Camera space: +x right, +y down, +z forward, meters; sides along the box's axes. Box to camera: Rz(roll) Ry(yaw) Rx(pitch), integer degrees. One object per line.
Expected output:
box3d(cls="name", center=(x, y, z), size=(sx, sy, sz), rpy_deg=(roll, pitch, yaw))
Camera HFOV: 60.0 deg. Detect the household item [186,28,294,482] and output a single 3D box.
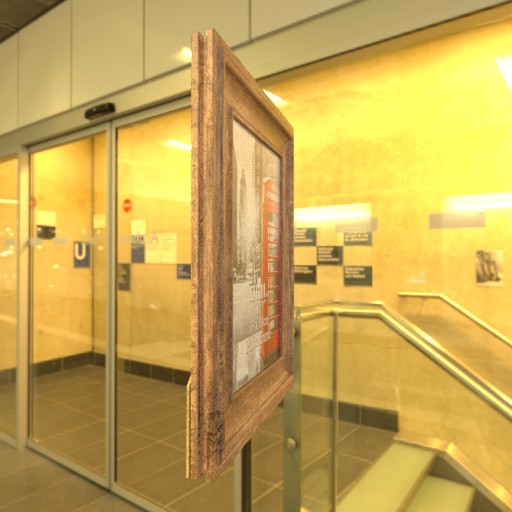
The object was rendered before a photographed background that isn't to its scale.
box3d(cls="household item", center=(0.000, 0.000, 0.321), size=(0.018, 0.237, 0.186), rpy_deg=(0, 0, 18))
